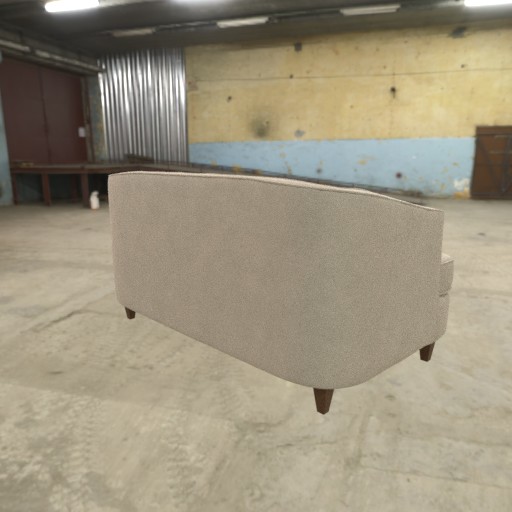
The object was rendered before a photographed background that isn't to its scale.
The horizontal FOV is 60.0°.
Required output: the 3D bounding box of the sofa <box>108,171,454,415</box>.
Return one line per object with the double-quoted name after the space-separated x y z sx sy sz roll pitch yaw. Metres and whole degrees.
0.000 0.000 2.322 1.731 0.878 0.940 12 18 43 "sofa"
